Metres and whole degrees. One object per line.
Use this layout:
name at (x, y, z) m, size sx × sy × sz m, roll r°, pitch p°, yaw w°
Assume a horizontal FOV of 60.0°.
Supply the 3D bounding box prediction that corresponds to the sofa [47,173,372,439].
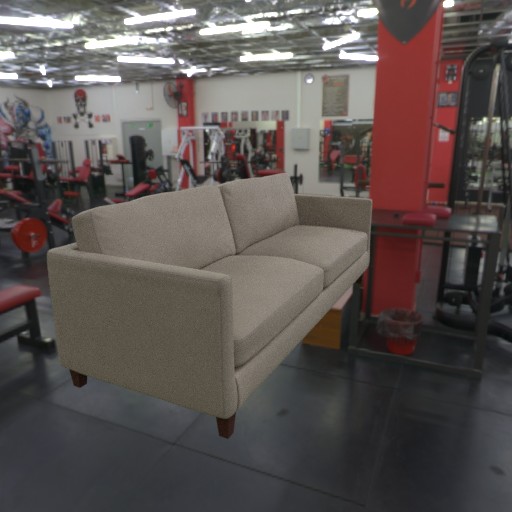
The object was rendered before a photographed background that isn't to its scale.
sofa at (0.000, 0.000, 2.874) m, size 0.988 × 0.912 × 2.404 m, roll 8°, pitch 17°, yaw 26°
